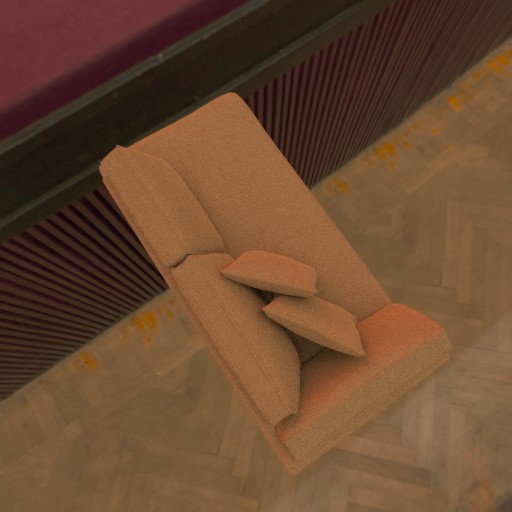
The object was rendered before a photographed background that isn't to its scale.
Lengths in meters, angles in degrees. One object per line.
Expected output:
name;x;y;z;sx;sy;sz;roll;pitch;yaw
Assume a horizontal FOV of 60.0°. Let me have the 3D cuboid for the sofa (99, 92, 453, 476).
sofa;0.000;0.000;2.815;1.110;1.033;2.237;-33;78;-8
